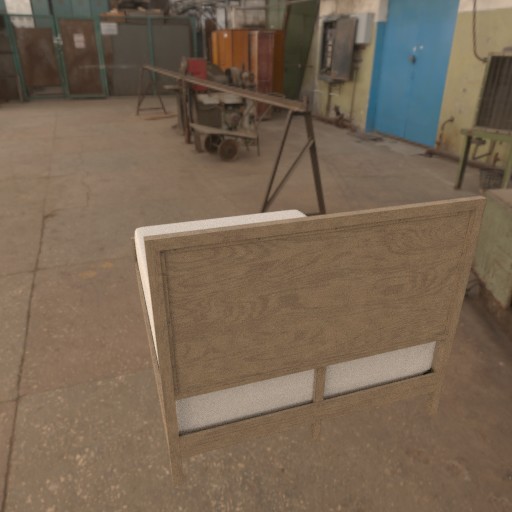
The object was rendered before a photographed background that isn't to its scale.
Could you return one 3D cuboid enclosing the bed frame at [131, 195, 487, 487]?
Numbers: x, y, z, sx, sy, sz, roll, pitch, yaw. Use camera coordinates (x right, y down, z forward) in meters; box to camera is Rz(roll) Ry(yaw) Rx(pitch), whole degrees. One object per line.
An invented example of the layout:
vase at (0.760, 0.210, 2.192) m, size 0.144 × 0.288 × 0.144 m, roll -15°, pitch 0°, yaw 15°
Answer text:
bed frame at (0.000, 0.000, 3.126) m, size 1.606 × 1.369 × 2.189 m, roll -8°, pitch 27°, yaw -16°
